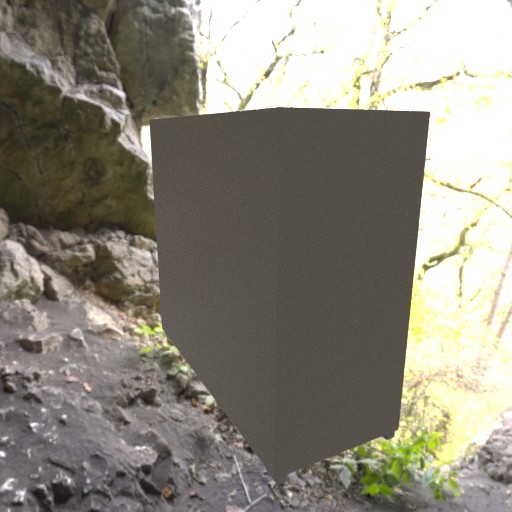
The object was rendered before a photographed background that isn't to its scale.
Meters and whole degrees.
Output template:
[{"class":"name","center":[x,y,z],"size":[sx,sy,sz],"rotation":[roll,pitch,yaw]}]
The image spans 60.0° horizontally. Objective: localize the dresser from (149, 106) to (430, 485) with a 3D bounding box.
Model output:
[{"class":"dresser","center":[0.000,0.000,1.663],"size":[0.460,1.000,1.100],"rotation":[-8,17,-26]}]
